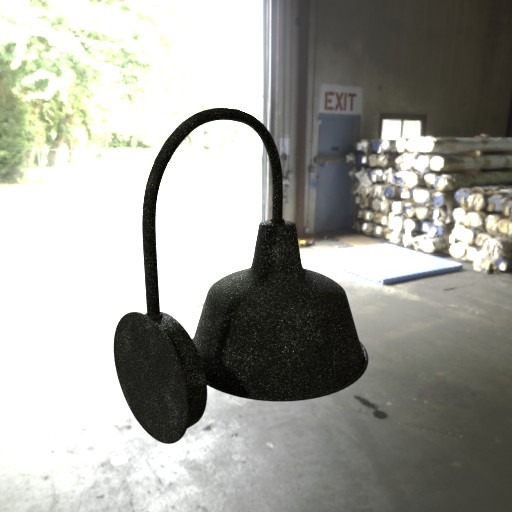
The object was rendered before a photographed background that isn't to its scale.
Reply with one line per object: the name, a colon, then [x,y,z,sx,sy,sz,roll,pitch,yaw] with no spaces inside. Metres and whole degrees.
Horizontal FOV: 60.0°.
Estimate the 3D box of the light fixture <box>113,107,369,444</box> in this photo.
light fixture: [0.000,0.000,0.477,0.216,0.300,0.283,14,20,43]
